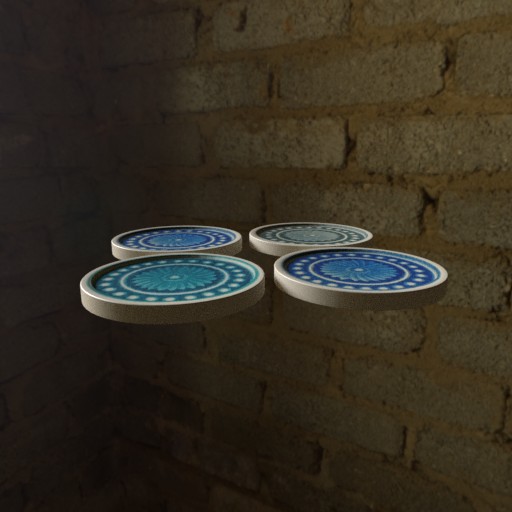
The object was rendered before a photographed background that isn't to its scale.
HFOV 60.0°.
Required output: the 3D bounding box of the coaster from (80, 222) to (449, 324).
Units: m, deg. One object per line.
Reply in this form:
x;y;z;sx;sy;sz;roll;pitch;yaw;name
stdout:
0.000;0.000;0.332;0.224;0.010;0.220;-2;14;-9;coaster
